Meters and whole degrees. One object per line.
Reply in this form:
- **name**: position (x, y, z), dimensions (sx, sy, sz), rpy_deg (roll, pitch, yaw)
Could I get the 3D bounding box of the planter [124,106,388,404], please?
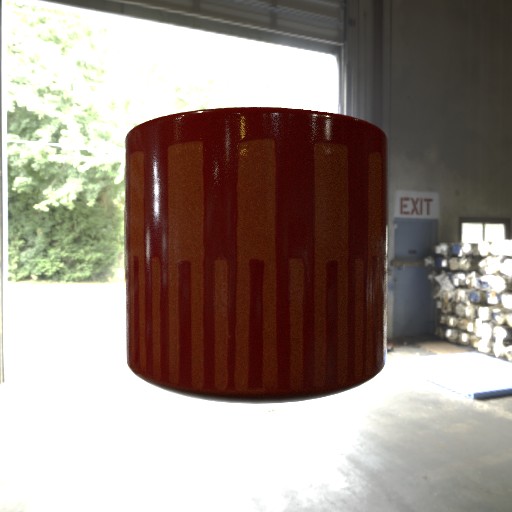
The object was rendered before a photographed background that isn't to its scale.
- **planter**: position (0.000, 0.000, 0.404), dimensions (0.230, 0.202, 0.230), rpy_deg (0, 2, 0)
